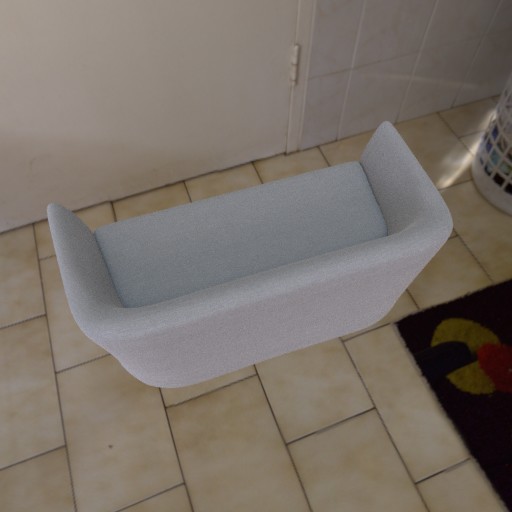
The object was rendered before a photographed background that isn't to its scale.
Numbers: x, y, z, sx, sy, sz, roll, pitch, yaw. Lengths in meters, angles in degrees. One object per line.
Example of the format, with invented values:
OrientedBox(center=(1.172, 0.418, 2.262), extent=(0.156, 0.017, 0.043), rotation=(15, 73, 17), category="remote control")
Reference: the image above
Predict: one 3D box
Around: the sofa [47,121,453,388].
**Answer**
OrientedBox(center=(0.000, 0.000, 1.816), extent=(1.452, 0.721, 0.705), rotation=(-16, 60, -9), category="sofa")
